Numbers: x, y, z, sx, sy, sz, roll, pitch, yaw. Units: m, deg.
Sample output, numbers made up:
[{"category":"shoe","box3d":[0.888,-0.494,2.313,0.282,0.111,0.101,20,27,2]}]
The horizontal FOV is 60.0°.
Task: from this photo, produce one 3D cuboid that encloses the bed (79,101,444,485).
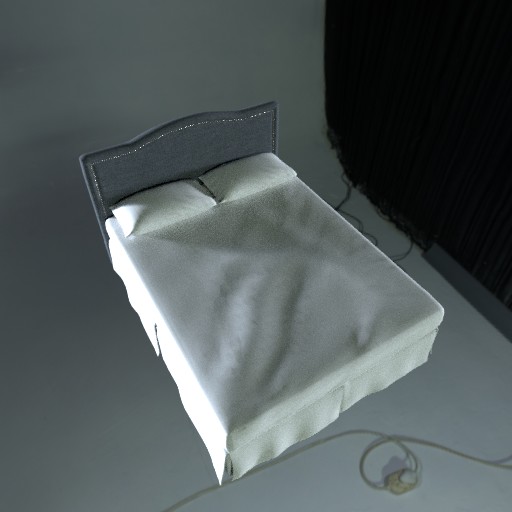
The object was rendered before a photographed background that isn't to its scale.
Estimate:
[{"category":"bed","box3d":[0.000,0.000,3.903,2.161,1.457,2.689,-23,50,-21]}]
